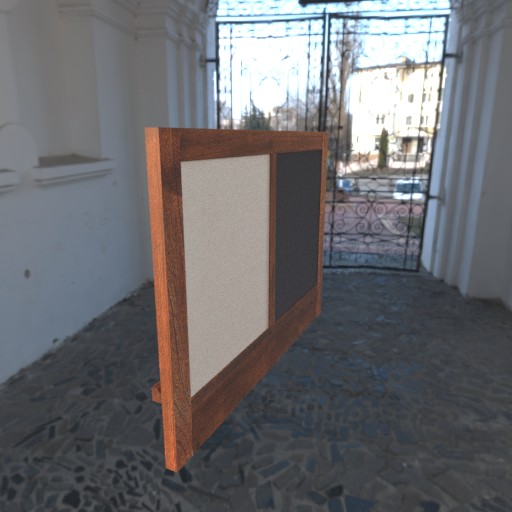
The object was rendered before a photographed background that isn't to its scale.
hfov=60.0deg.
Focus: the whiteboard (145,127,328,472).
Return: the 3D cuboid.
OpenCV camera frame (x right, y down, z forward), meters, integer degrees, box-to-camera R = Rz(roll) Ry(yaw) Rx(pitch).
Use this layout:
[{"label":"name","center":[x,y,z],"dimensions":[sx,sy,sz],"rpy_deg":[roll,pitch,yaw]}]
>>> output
[{"label":"whiteboard","center":[0.000,0.000,1.016],"dimensions":[0.083,0.553,0.768],"rpy_deg":[7,17,25]}]
